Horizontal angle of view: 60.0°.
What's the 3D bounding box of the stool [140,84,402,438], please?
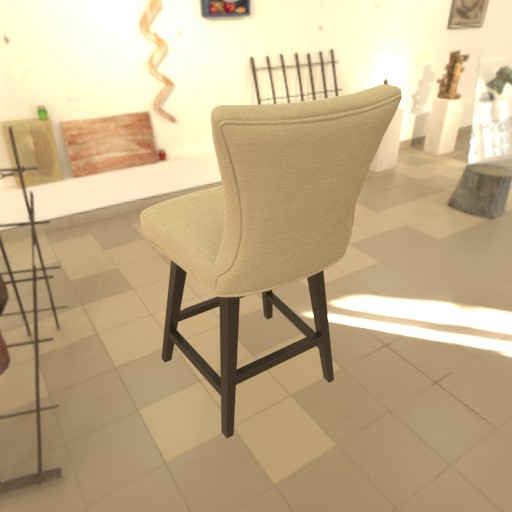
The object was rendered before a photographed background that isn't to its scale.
[{"bbox_3d":[0.000,0.000,1.344,0.514,1.000,0.574,-18,35,-29],"label":"stool"}]
